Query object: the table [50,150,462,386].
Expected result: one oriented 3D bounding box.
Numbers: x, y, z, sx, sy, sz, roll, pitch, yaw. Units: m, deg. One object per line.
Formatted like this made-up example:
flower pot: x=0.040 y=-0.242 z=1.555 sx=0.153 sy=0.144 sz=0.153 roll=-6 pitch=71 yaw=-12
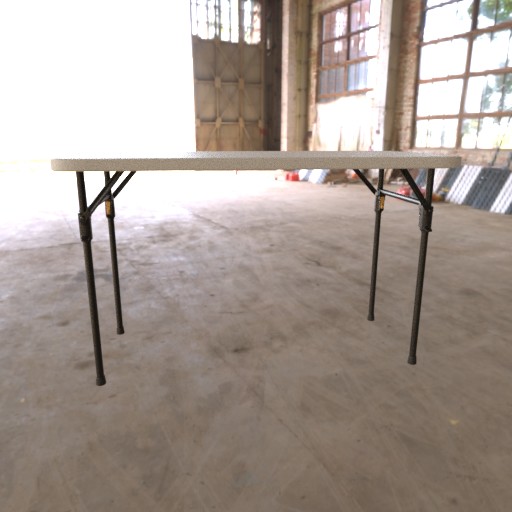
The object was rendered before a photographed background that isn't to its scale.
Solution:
table: x=0.000 y=0.000 z=1.622 sx=1.219 sy=0.729 sz=0.610 roll=-2 pitch=15 yaw=-7
